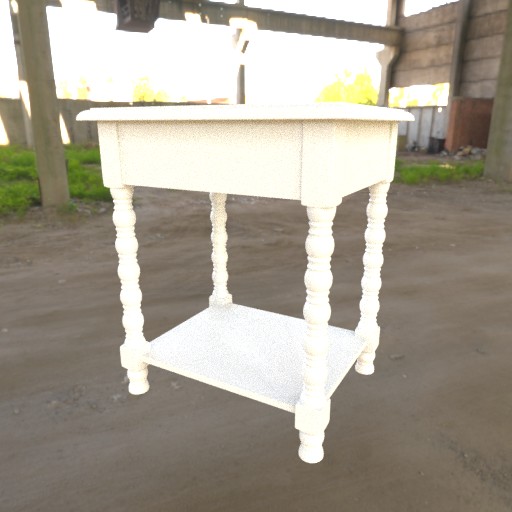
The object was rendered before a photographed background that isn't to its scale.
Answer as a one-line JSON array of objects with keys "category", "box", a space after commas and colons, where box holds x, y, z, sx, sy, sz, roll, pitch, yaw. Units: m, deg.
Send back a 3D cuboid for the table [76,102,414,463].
[{"category": "table", "box": [0.000, 0.000, 0.843, 0.460, 0.531, 0.381, 9, 19, 28]}]
